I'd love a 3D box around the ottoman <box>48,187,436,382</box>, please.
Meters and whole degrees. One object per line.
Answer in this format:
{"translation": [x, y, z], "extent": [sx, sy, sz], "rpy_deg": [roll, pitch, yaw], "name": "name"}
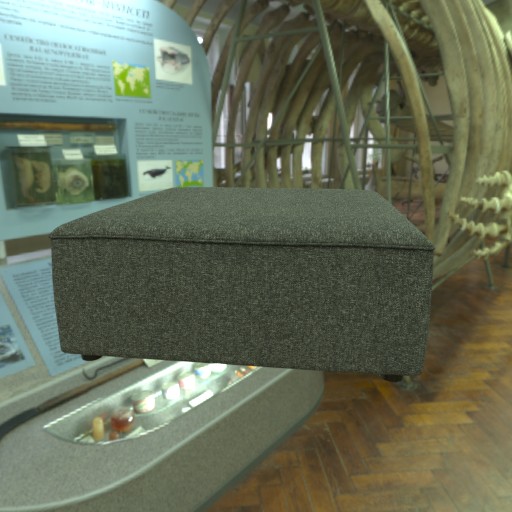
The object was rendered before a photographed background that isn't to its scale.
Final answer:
{"translation": [0.000, 0.000, 1.624], "extent": [1.021, 0.423, 1.017], "rpy_deg": [2, 15, 8], "name": "ottoman"}
